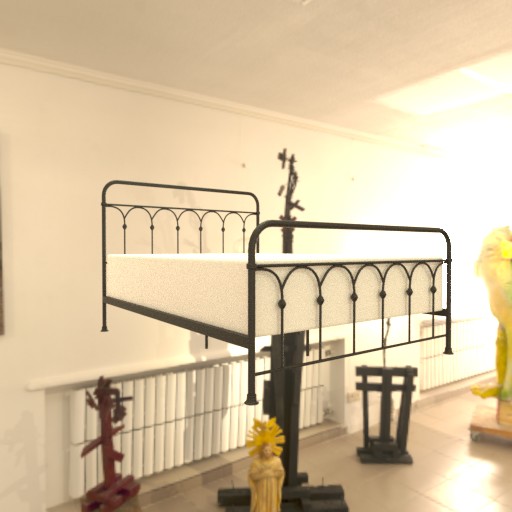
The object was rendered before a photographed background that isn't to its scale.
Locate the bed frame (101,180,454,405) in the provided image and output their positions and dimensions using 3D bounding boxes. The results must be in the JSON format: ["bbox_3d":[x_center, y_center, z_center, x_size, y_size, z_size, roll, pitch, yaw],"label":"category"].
[{"bbox_3d":[0.000,0.000,3.316,1.664,1.276,2.203,-1,1,-36],"label":"bed frame"}]
